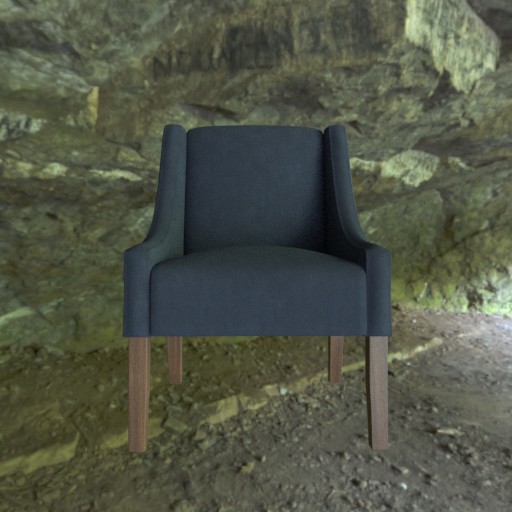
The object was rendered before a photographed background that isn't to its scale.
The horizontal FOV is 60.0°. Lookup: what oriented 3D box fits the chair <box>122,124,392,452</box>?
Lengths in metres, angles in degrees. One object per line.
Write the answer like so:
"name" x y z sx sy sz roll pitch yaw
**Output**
"chair" 0.000 0.000 1.304 0.629 0.895 0.629 0 0 -1
